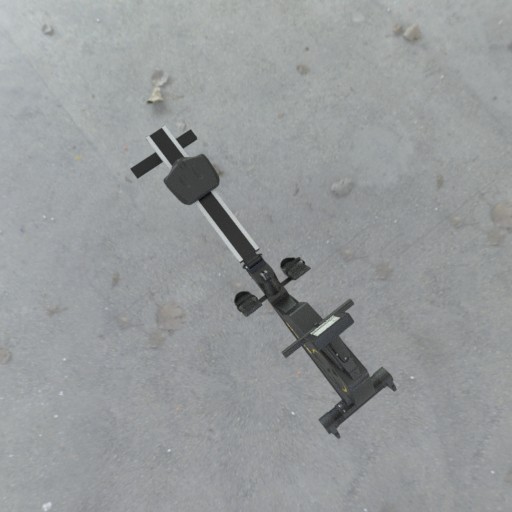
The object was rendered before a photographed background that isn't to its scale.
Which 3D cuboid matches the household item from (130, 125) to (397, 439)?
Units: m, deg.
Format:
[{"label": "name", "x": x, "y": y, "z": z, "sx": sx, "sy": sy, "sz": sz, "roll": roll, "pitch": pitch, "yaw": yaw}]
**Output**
[{"label": "household item", "x": 0.000, "y": 0.000, "z": 2.585, "sx": 0.521, "sy": 0.810, "sz": 2.251, "roll": -36, "pitch": 77, "yaw": -9}]
